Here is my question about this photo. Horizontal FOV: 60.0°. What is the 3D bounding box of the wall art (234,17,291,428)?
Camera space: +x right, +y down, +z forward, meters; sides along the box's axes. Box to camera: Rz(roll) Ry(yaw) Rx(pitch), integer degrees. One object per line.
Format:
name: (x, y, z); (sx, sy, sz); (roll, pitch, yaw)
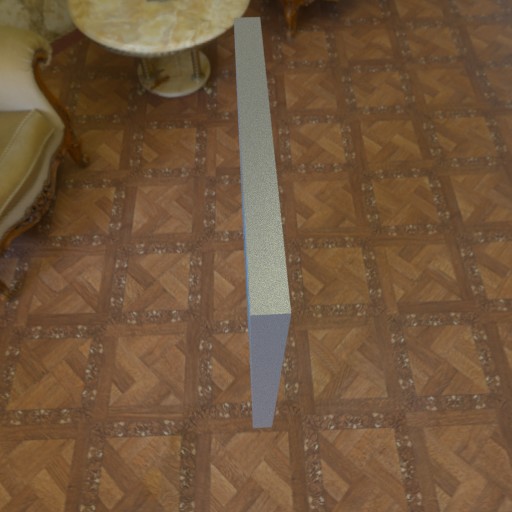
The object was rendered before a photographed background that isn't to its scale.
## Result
wall art: (0.000, 0.000, 0.746); (0.037, 0.554, 0.453); (-3, 59, -2)
